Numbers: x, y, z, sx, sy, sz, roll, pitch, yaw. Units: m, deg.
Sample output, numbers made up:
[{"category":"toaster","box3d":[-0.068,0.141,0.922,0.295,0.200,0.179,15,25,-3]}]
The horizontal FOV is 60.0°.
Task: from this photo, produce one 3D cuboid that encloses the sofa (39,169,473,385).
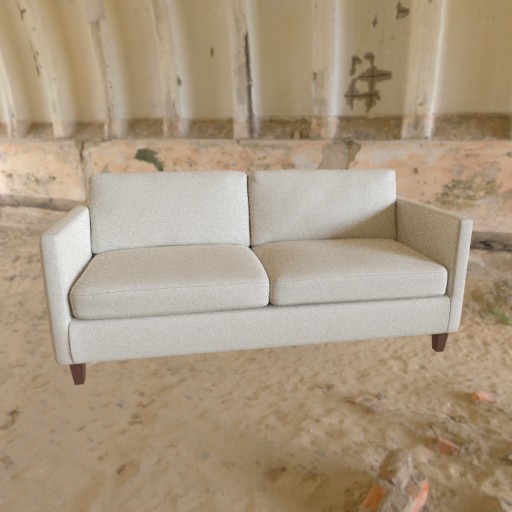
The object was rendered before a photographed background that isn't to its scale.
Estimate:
[{"category":"sofa","box3d":[0.000,0.000,2.445,1.981,0.889,0.965,-3,16,-9]}]
